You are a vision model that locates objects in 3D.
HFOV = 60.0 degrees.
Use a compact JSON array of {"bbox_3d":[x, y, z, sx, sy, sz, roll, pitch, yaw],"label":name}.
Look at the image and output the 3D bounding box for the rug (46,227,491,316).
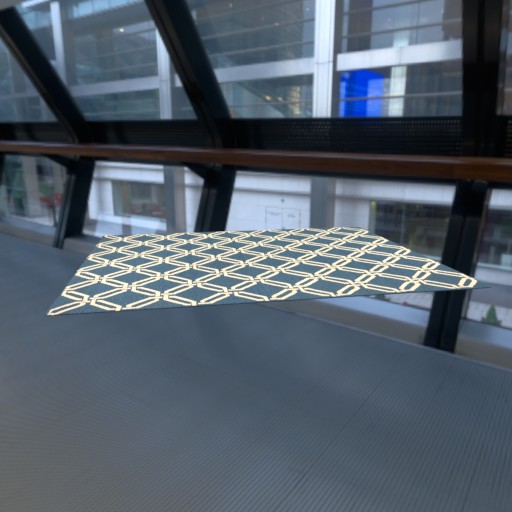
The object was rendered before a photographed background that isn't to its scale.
[{"bbox_3d":[0.000,0.000,3.847,2.867,0.020,2.277,-3,15,-10],"label":"rug"}]
